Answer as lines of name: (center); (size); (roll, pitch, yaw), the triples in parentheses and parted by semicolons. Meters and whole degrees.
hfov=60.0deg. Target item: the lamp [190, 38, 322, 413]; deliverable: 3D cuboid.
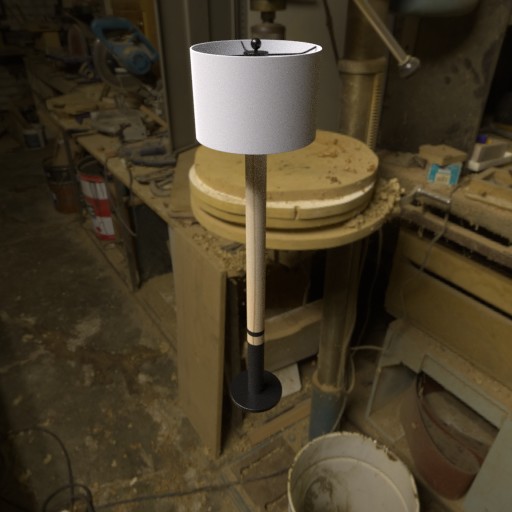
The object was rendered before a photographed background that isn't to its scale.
lamp: (0.000, 0.000, 1.665); (0.381, 1.478, 0.381); (-20, 37, -28)
